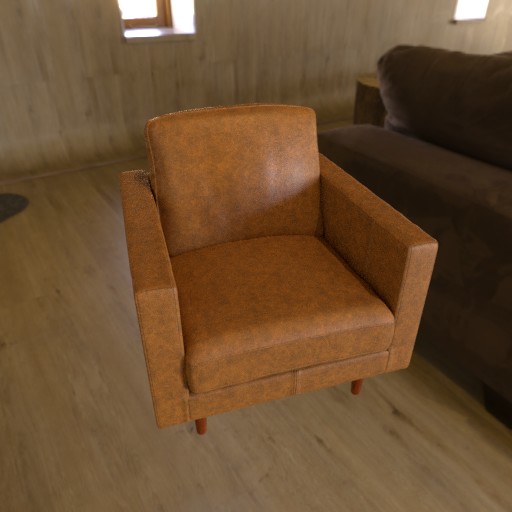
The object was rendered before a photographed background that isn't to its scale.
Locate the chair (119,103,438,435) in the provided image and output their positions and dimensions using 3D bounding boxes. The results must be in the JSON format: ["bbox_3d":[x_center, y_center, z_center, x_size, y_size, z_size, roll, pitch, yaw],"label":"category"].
[{"bbox_3d":[0.000,0.000,1.647,0.890,0.956,0.909,-9,33,-14],"label":"chair"}]
